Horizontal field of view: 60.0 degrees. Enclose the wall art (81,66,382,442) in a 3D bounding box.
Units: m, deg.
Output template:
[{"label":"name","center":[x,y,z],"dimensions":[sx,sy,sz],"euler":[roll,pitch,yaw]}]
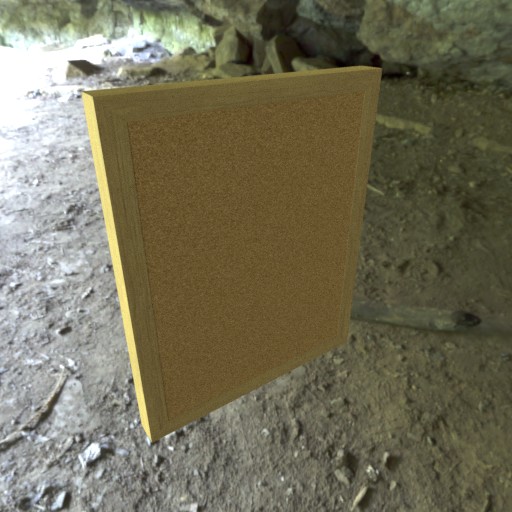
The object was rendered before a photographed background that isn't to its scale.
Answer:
[{"label":"wall art","center":[0.000,0.000,0.505],"dimensions":[0.312,0.380,0.030],"euler":[-19,34,-30]}]
